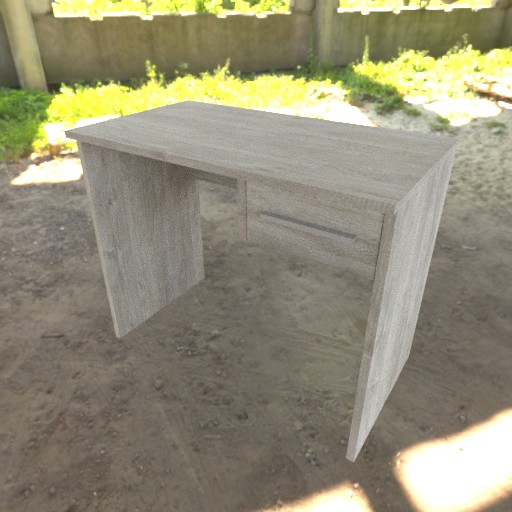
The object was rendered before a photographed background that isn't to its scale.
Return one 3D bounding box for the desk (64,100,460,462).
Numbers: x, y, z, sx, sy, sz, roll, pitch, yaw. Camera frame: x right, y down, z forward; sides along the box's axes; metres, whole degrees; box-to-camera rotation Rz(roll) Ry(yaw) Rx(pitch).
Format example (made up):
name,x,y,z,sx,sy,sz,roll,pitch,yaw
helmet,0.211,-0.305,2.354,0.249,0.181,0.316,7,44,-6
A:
name,x,y,z,sx,sy,sz,roll,pitch,yaw
desk,0.000,0.000,1.323,0.893,0.724,0.498,18,35,28
